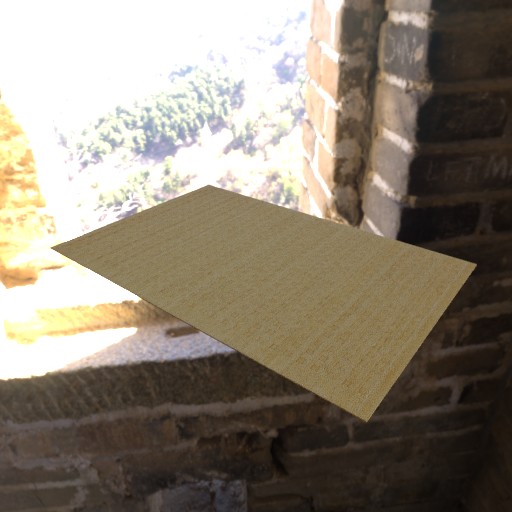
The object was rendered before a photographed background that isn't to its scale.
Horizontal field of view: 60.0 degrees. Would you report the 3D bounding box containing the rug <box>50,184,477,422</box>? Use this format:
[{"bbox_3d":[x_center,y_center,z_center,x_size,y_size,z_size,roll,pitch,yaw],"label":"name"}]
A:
[{"bbox_3d":[0.000,0.000,2.845,2.286,0.006,1.524,21,36,33],"label":"rug"}]
